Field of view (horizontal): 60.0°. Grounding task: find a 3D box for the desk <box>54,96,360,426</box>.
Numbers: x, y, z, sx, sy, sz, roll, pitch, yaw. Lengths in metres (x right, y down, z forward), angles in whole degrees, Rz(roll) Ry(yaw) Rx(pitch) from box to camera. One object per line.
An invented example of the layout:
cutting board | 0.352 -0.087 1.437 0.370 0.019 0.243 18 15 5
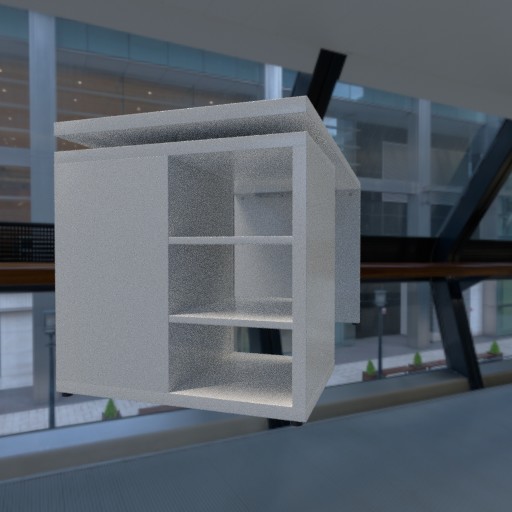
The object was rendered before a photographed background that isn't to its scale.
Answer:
desk | 0.000 0.000 1.759 0.690 0.740 1.400 0 1 18
